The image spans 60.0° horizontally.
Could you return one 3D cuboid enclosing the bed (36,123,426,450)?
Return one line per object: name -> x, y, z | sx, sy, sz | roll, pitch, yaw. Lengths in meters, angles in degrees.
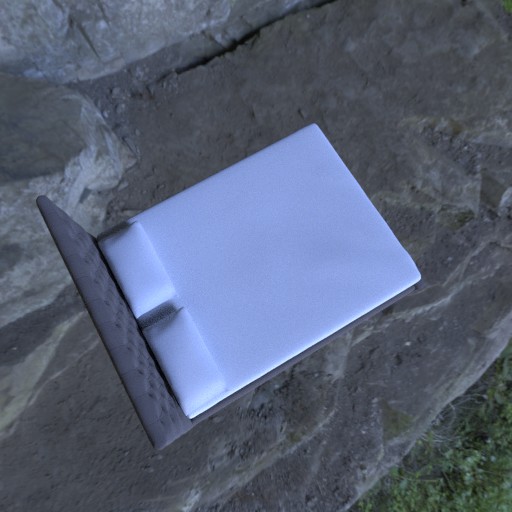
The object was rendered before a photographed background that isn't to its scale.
bed -> 0.000, 0.000, 3.368 | 2.233, 1.426, 1.696 | -29, 77, -8
